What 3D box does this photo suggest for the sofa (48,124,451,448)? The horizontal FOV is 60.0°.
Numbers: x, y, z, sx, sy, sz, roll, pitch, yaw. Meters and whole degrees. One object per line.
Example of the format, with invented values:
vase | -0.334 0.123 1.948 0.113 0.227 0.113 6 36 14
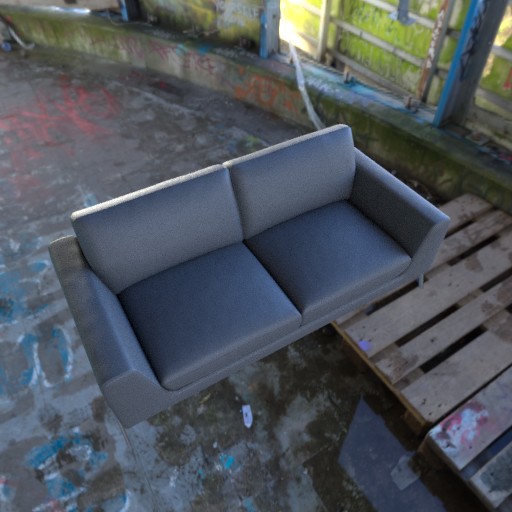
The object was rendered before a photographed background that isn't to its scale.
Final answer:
sofa | 0.000 0.000 2.518 2.017 0.875 0.953 -23 51 -21
